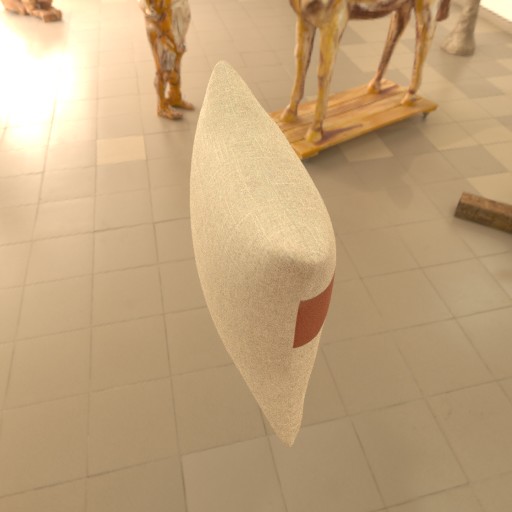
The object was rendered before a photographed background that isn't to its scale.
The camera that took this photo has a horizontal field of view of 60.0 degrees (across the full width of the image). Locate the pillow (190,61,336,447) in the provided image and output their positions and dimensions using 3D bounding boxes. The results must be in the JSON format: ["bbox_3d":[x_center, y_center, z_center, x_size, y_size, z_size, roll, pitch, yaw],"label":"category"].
[{"bbox_3d":[0.000,0.000,0.639,0.173,0.399,0.414,-10,46,-10],"label":"pillow"}]
